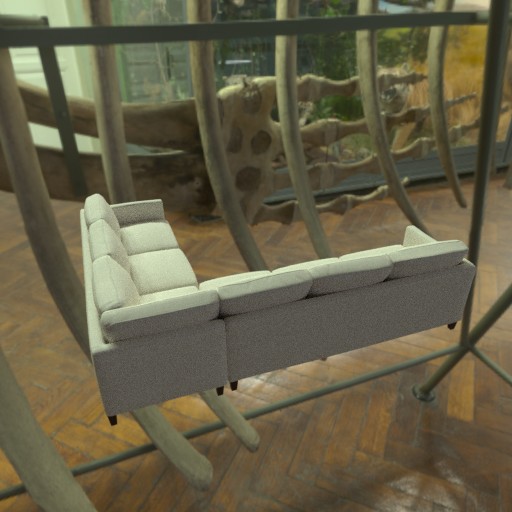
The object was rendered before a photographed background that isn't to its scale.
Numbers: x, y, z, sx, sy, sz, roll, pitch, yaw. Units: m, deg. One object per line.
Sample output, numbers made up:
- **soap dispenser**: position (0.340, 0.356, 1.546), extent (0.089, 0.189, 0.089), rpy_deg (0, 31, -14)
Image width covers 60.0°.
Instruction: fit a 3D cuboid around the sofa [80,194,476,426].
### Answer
- **sofa**: position (0.000, 0.000, 4.567), extent (3.302, 0.947, 2.593), rpy_deg (-11, 31, -18)
